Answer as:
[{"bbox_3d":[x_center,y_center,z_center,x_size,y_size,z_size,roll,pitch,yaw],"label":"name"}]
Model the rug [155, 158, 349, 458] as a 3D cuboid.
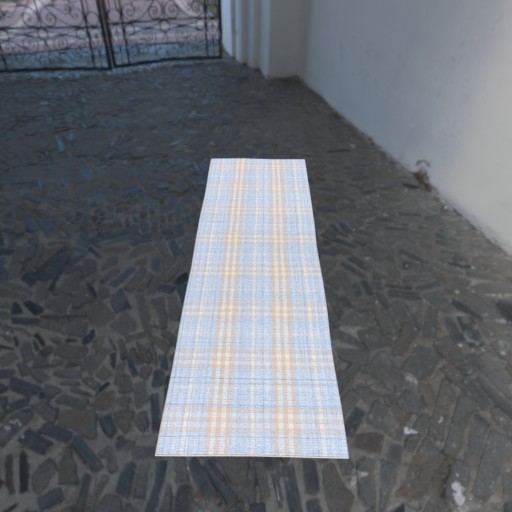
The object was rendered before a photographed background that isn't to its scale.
[{"bbox_3d":[0.000,0.000,2.668,0.762,0.013,2.439,0,40,1],"label":"rug"}]
